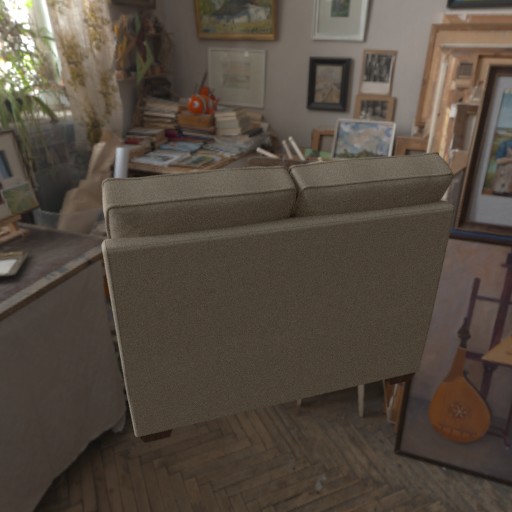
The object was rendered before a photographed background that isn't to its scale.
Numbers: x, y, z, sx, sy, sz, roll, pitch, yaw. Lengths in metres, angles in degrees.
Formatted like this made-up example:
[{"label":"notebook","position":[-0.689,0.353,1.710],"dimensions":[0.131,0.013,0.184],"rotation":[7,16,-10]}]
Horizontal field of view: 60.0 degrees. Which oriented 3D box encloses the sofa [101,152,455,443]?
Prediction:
[{"label":"sofa","position":[0.000,0.000,1.986],"dimensions":[1.237,1.008,0.951],"rotation":[-8,27,-15]}]
